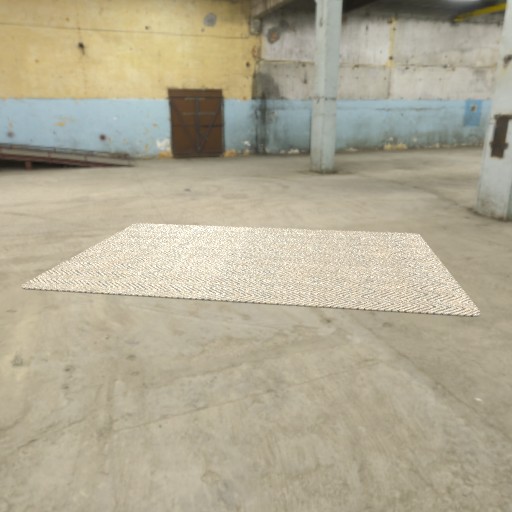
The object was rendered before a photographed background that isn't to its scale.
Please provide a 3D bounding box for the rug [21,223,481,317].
[{"bbox_3d":[0.000,0.000,2.180,1.752,0.008,1.144,3,18,8],"label":"rug"}]
